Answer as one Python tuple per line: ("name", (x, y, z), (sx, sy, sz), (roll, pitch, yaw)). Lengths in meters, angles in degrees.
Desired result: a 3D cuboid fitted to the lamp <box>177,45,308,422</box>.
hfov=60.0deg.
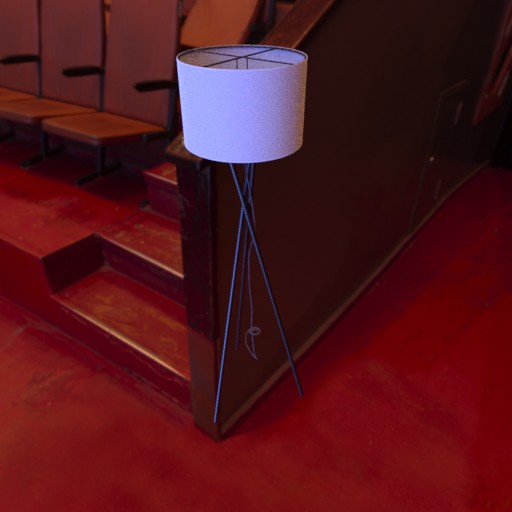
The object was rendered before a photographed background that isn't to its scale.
("lamp", (0.000, 0.000, 1.935), (0.522, 1.624, 0.667), (22, 40, 29))
